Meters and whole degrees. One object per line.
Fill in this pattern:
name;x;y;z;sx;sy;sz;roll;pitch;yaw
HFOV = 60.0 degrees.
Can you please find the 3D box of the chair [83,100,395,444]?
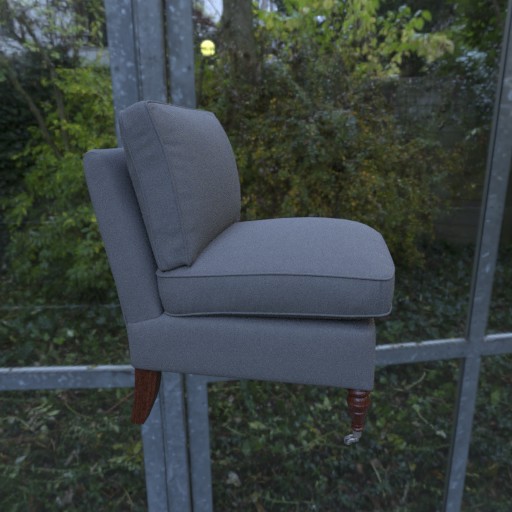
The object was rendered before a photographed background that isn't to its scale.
chair;0.000;0.000;1.630;0.924;1.045;0.724;3;15;10
